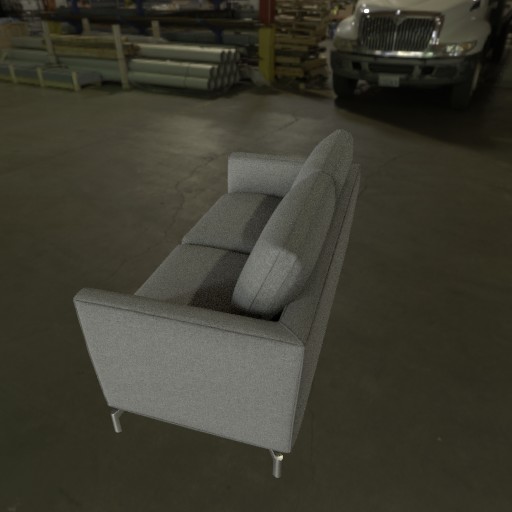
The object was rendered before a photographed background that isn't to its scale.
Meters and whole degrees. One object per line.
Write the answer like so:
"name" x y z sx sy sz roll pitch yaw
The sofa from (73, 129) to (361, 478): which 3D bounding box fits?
"sofa" 0.000 0.000 2.115 0.803 0.924 1.594 9 32 14
